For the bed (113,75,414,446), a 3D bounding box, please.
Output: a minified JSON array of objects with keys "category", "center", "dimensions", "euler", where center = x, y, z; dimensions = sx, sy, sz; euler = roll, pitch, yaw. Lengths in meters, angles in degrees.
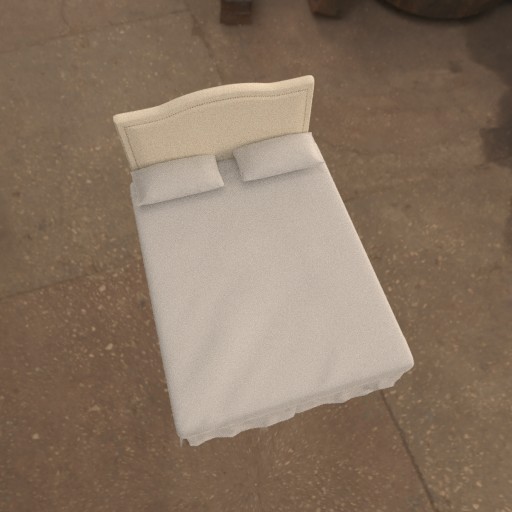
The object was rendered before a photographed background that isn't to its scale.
[{"category":"bed","center":[0.000,0.000,3.690],"dimensions":[1.977,1.437,2.477],"euler":[-14,64,-7]}]
